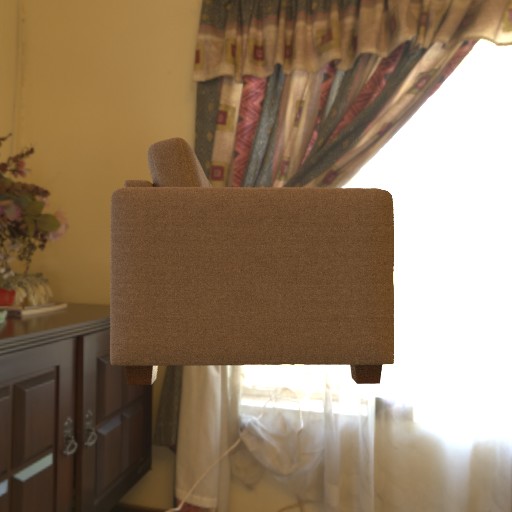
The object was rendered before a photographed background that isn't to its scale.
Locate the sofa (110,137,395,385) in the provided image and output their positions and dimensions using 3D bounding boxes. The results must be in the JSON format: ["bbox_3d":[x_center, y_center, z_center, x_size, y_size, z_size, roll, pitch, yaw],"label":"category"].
[{"bbox_3d":[0.000,0.000,2.066,0.900,0.800,1.520,0,-1,-1],"label":"sofa"}]
